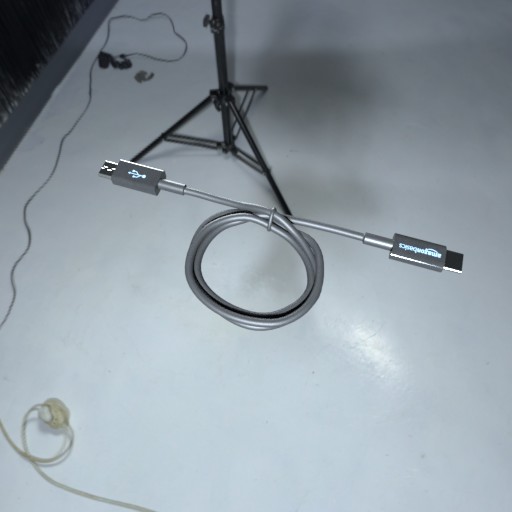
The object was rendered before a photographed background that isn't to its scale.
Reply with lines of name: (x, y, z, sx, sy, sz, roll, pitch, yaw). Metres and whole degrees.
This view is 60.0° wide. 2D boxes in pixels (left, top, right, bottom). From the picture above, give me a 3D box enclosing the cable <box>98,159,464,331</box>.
cable: (0.000, 0.000, 0.213, 0.192, 0.014, 0.070, 16, 64, 8)
